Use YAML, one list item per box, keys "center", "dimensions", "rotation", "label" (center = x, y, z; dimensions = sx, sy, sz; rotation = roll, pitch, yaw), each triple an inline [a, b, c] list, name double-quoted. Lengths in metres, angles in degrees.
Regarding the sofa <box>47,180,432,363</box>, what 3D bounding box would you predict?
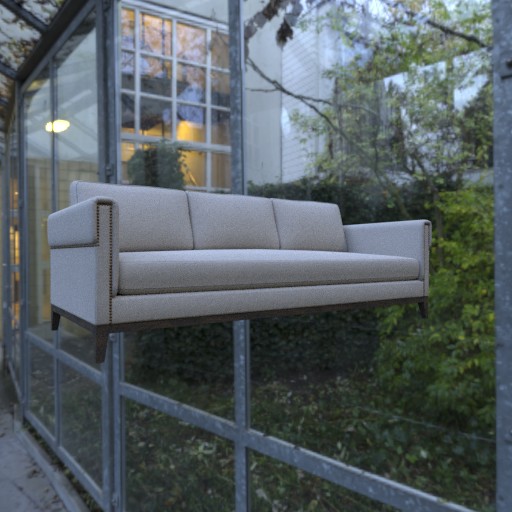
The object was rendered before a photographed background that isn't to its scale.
- center: [0.000, 0.000, 2.729]
  dimensions: [2.210, 0.838, 0.959]
  rotation: [0, 0, -35]
  label: "sofa"
